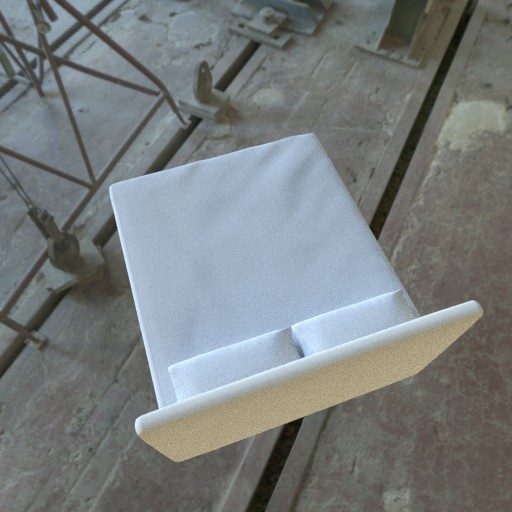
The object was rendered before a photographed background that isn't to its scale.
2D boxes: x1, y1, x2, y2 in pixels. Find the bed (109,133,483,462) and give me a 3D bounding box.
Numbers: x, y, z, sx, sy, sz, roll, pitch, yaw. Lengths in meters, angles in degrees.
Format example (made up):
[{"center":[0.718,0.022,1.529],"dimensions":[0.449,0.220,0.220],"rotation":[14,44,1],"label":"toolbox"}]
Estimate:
[{"center":[0.000,0.000,3.481],"dimensions":[2.119,1.317,2.341],"rotation":[-17,61,-10],"label":"bed"}]
